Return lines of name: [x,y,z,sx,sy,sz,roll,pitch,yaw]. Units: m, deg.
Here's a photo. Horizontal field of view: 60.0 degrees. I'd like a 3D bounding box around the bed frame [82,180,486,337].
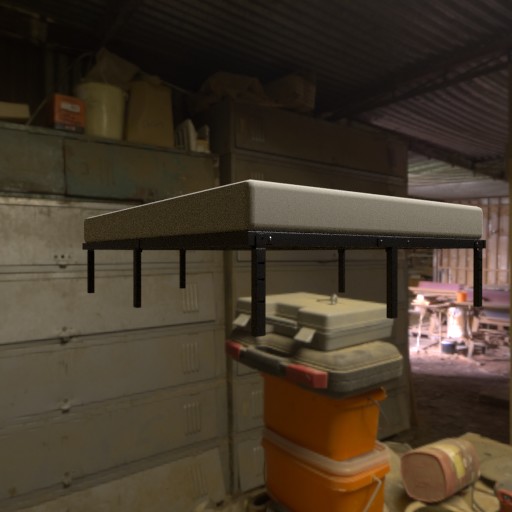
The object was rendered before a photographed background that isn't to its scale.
bed frame: [0.000,0.000,3.511,1.990,0.680,2.635,0,0,-36]
